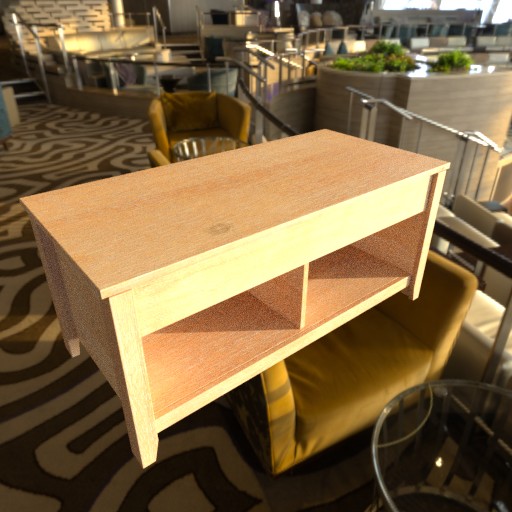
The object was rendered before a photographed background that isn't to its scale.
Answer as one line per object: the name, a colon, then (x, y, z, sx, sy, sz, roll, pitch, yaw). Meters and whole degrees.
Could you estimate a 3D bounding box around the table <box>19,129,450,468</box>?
table: (0.000, 0.000, 1.249, 1.016, 0.457, 0.483, -22, 37, -33)
